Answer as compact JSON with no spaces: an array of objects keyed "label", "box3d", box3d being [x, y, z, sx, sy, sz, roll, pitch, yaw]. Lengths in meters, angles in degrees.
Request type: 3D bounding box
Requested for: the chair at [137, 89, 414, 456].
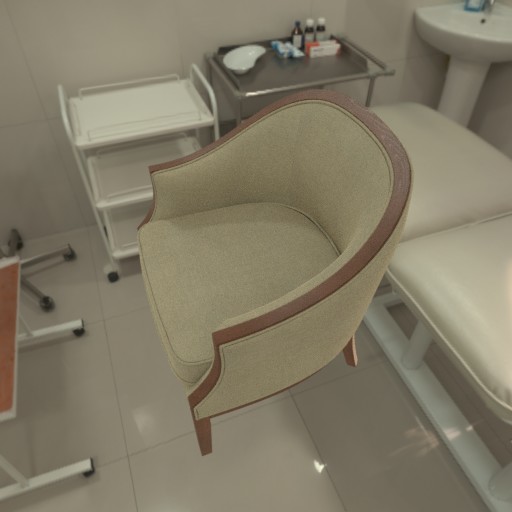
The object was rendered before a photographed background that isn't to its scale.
[{"label":"chair","box3d":[0.000,0.000,1.455,0.735,0.876,0.803,-15,48,-15]}]
